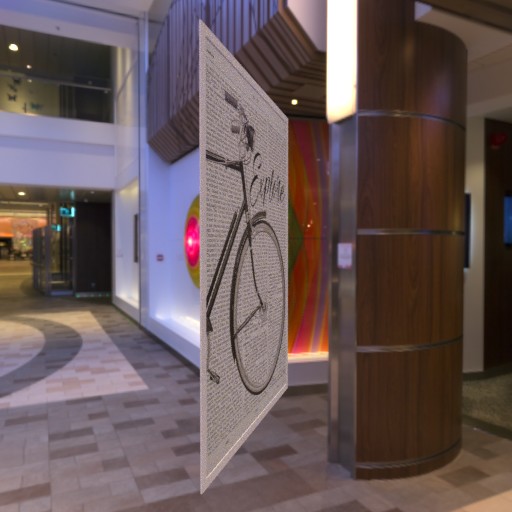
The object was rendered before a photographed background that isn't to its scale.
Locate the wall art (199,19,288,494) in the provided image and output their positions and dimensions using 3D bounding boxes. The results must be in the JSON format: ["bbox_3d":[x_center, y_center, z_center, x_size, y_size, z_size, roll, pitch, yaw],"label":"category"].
[{"bbox_3d":[0.000,0.000,0.787,0.003,0.610,0.457,0,1,18],"label":"wall art"}]
